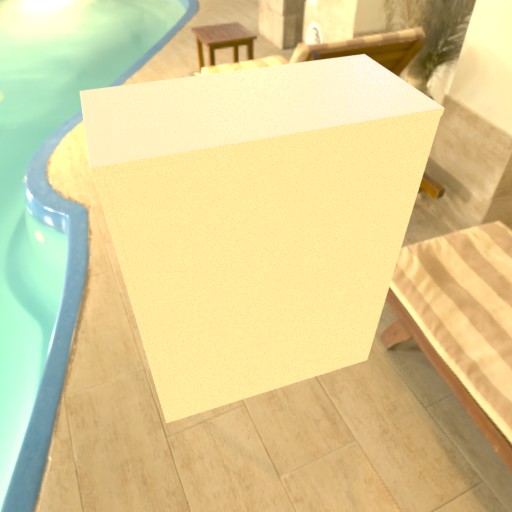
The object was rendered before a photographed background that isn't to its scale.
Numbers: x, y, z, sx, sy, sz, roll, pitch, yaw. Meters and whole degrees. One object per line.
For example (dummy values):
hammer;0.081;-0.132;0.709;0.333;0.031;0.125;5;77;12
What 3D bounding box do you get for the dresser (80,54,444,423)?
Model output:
dresser;0.000;0.000;1.425;0.800;1.040;0.380;-13;45;-14
